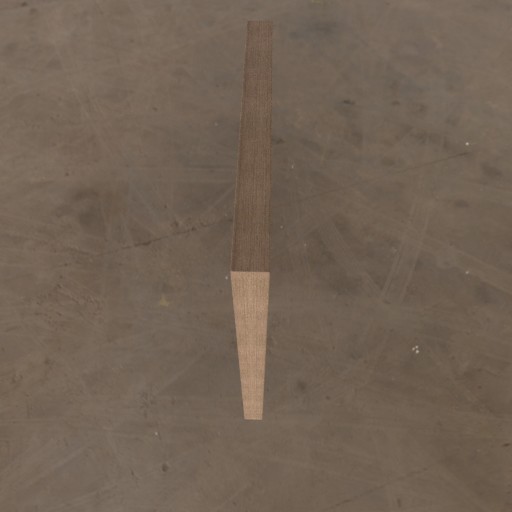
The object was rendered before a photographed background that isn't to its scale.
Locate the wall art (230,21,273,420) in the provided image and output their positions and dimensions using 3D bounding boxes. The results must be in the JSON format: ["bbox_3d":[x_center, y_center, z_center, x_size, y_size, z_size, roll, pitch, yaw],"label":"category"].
[{"bbox_3d":[0.000,0.000,0.658,0.031,0.509,0.356,1,57,1],"label":"wall art"}]
